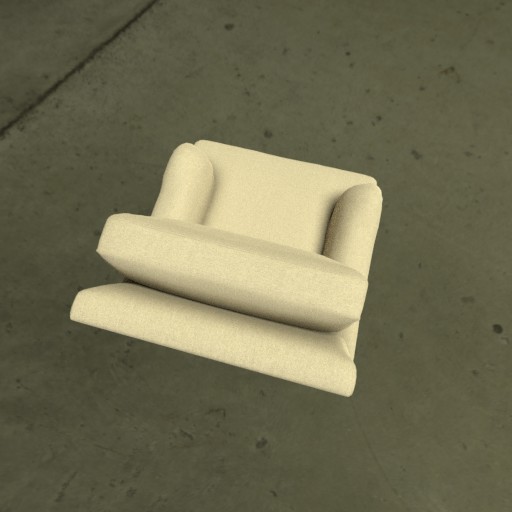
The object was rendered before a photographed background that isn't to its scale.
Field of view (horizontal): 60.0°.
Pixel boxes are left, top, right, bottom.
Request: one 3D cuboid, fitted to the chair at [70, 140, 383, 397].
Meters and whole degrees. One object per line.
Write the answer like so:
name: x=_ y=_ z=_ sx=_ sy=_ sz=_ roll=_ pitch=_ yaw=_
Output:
chair: x=0.000 y=0.000 z=1.839 sx=0.895 sy=1.076 sz=1.078 roll=14 pitch=65 yaw=7
